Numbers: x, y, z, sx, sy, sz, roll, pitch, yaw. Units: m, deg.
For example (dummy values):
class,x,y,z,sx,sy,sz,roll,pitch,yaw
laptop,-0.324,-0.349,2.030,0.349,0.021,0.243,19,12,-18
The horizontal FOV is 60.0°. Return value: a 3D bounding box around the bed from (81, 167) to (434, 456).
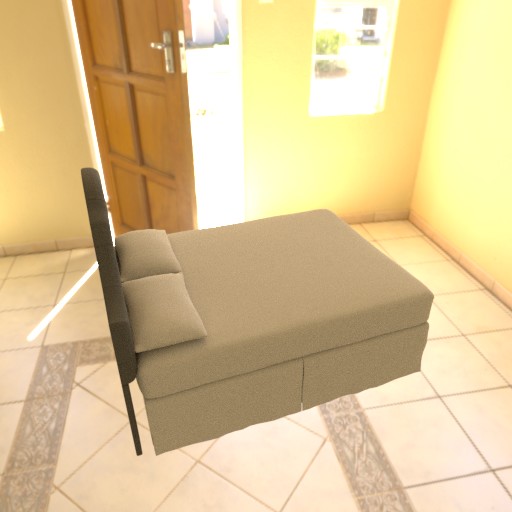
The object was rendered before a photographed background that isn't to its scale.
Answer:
class,x,y,z,sx,sy,sz,roll,pitch,yaw
bed,0.000,0.000,3.274,2.155,1.575,1.636,-11,32,-18
